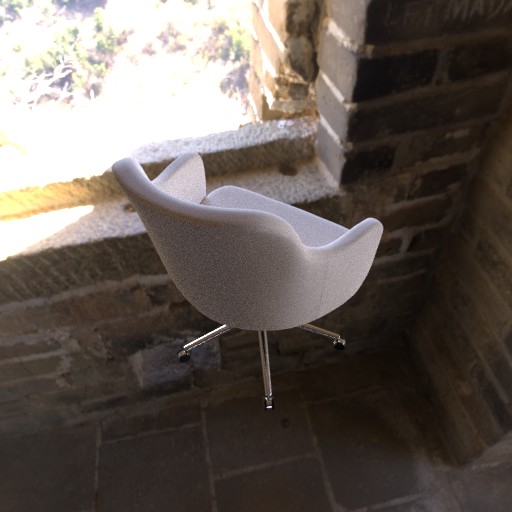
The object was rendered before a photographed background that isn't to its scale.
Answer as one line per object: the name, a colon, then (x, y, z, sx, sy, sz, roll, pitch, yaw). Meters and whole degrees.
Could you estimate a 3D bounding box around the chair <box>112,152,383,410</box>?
chair: (0.000, 0.000, 1.253, 0.602, 0.819, 0.647, 24, 51, 21)
